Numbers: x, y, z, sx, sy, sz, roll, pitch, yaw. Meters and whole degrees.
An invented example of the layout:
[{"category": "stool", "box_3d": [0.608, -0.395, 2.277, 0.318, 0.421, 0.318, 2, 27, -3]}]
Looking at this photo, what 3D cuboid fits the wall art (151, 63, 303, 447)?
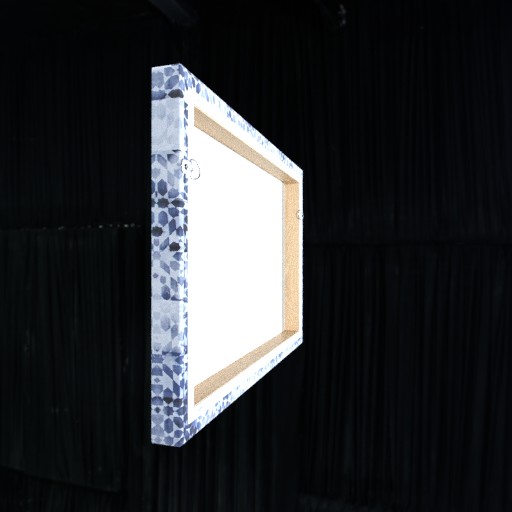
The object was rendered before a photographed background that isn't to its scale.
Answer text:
[{"category": "wall art", "box_3d": [0.000, 0.000, 1.138, 0.057, 0.608, 0.911, 0, 0, 18]}]
